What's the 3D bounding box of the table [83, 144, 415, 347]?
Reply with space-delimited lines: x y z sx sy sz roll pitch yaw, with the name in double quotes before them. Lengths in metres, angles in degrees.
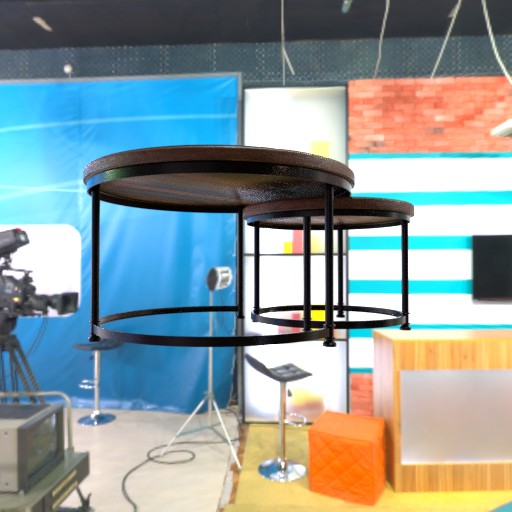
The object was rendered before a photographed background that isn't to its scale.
"table" 0.000 0.000 1.568 1.152 0.516 0.870 1 -1 -36
